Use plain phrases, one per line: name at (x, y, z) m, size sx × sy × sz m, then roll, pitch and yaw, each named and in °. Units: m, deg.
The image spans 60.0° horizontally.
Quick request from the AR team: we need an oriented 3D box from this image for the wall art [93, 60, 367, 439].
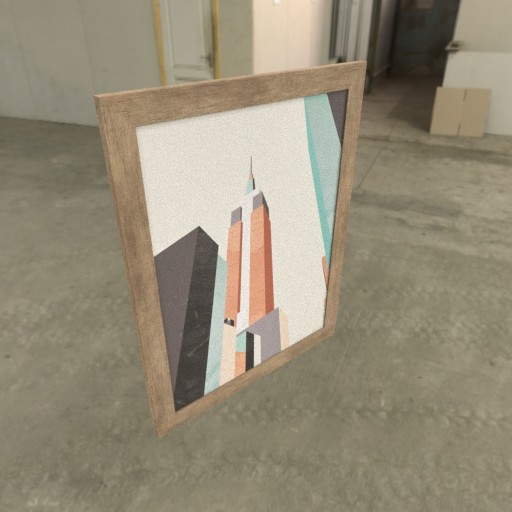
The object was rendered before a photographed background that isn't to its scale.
wall art at (0.000, 0.000, 0.898) m, size 0.534 × 0.686 × 0.018 m, roll -22°, pitch 38°, yaw -32°
